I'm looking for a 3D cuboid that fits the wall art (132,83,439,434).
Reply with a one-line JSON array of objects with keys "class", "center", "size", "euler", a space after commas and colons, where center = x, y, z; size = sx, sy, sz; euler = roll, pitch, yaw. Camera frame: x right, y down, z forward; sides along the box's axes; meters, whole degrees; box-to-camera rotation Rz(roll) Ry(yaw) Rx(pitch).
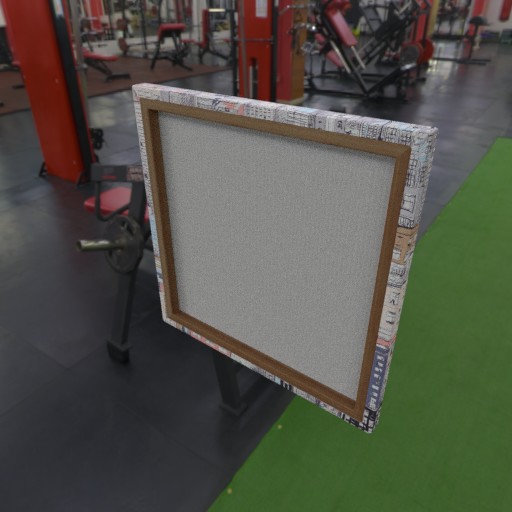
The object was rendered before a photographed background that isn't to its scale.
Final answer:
[{"class": "wall art", "center": [0.000, 0.000, 1.140], "size": [0.761, 0.762, 0.048], "euler": [21, 36, 31]}]
